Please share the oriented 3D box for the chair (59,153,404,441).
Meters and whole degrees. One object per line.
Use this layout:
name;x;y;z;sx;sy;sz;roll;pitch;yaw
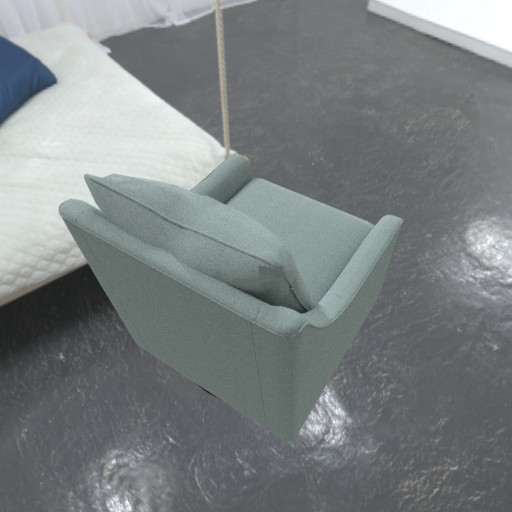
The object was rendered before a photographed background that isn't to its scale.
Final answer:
chair;0.000;0.000;1.553;0.760;0.926;0.870;26;53;22
